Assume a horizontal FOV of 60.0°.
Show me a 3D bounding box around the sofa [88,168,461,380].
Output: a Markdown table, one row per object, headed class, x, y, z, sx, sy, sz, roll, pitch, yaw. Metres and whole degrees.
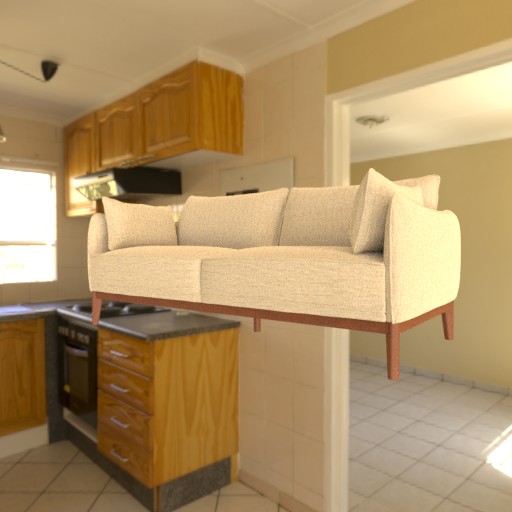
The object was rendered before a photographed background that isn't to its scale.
| class | x | y | z | sx | sy | sz | roll | pitch | yaw |
| --- | --- | --- | --- | --- | --- | --- | --- | --- | --- |
| sofa | 0.000 | 0.000 | 2.508 | 1.989 | 0.860 | 0.991 | 1 | 2 | 36 |
